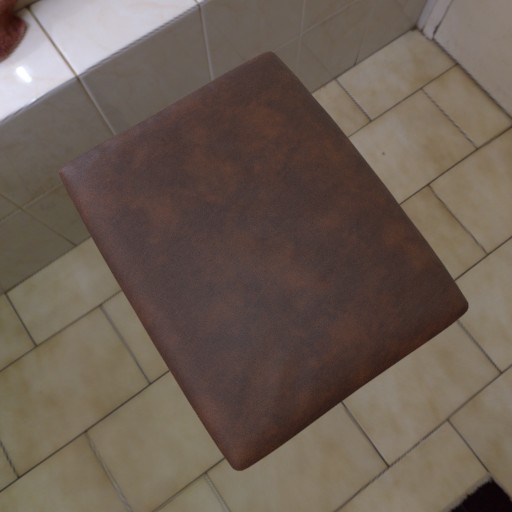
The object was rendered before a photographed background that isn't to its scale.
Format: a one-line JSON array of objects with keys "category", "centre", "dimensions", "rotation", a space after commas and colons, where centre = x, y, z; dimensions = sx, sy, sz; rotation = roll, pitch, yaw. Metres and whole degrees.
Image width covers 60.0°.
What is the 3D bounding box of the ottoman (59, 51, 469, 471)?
[{"category": "ottoman", "centre": [0.000, 0.000, 1.093], "dimensions": [0.586, 0.486, 0.742], "rotation": [-32, 78, -8]}]
